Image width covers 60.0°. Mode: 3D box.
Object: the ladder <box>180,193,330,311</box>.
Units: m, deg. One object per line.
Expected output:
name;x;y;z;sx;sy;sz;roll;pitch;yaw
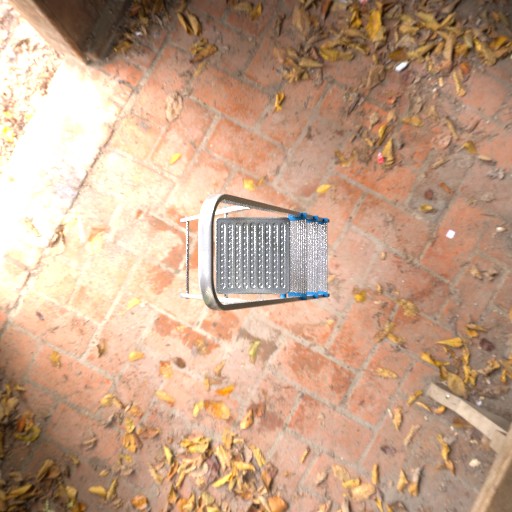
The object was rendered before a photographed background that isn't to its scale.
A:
ladder;0.000;0.000;1.786;0.842;1.434;0.445;0;89;0
